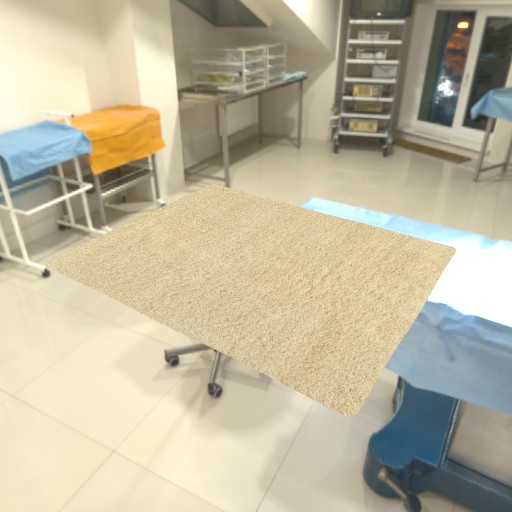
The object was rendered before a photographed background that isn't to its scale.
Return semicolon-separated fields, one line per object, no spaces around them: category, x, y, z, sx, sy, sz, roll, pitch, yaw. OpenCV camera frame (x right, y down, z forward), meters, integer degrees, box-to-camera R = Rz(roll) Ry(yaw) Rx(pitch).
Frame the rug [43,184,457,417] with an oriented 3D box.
rug;0.000;0.000;4.076;3.001;0.025;2.401;19;35;30
